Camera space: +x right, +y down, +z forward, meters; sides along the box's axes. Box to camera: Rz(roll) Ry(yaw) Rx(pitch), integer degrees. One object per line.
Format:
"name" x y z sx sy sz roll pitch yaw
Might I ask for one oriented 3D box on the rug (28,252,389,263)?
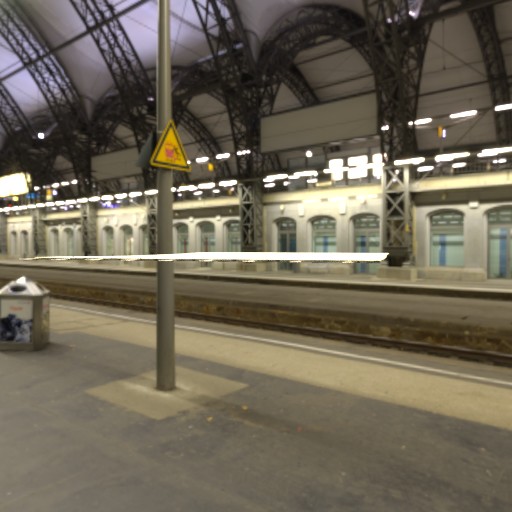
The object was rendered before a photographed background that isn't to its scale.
"rug" 0.000 0.000 4.140 2.342 0.026 3.221 0 1 18
